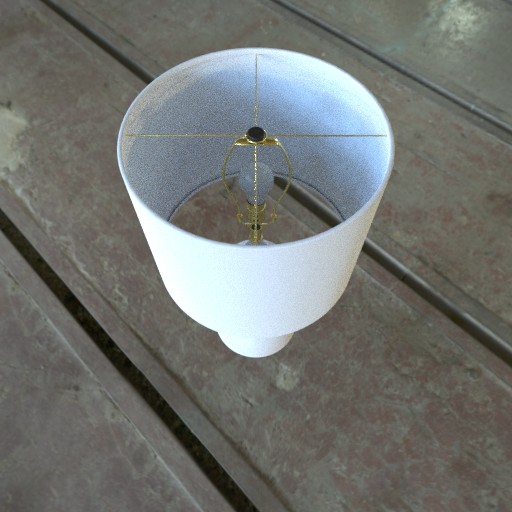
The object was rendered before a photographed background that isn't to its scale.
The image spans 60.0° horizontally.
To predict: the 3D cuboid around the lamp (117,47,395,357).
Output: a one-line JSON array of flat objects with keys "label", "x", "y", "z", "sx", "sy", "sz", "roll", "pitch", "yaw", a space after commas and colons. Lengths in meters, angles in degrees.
[{"label": "lamp", "x": 0.000, "y": 0.000, "z": 0.714, "sx": 0.301, "sy": 0.533, "sz": 0.301, "roll": 0, "pitch": 59, "yaw": 0}]
